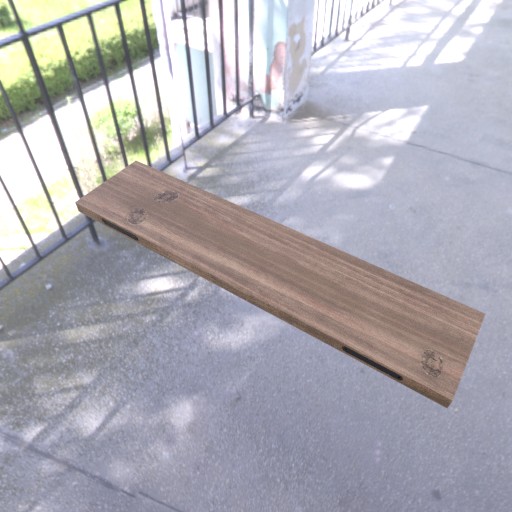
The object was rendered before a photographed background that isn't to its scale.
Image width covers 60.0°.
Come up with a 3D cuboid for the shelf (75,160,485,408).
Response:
[{"bbox_3d":[0.000,0.000,0.647,0.610,0.020,0.140,26,52,22],"label":"shelf"}]
